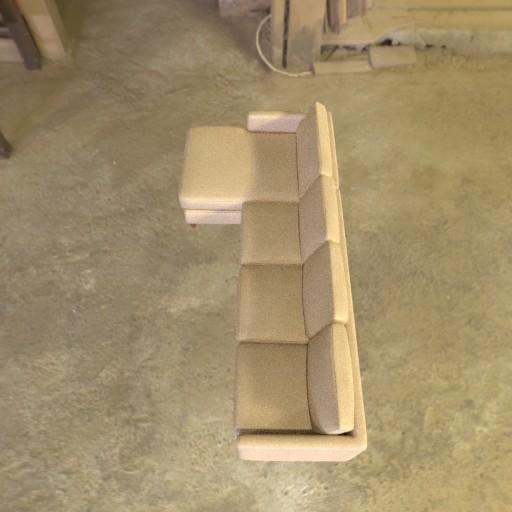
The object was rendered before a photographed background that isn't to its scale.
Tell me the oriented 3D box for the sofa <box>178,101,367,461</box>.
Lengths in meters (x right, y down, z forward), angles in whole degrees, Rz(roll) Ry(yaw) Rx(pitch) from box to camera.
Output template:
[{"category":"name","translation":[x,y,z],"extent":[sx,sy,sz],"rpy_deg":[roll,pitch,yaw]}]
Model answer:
[{"category":"sofa","translation":[0.000,0.000,3.862],"extent":[1.502,0.876,3.201],"rpy_deg":[1,58,0]}]
